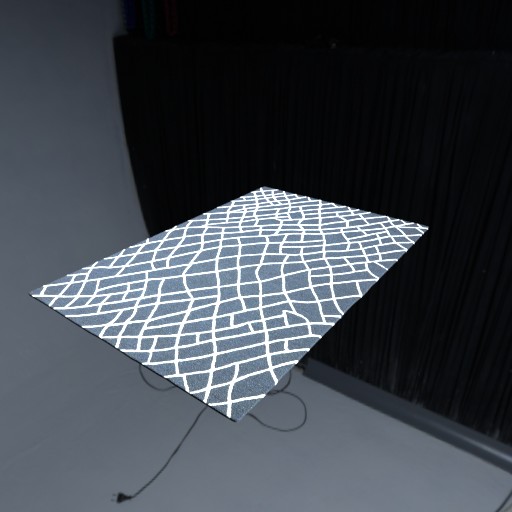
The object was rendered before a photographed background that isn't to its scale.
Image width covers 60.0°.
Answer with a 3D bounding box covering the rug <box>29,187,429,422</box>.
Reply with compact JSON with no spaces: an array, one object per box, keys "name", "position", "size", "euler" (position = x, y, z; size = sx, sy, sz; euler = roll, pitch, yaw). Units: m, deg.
[{"name":"rug","position":[0.000,0.000,2.328],"size":[1.223,0.013,1.830],"euler":[19,33,32]}]
